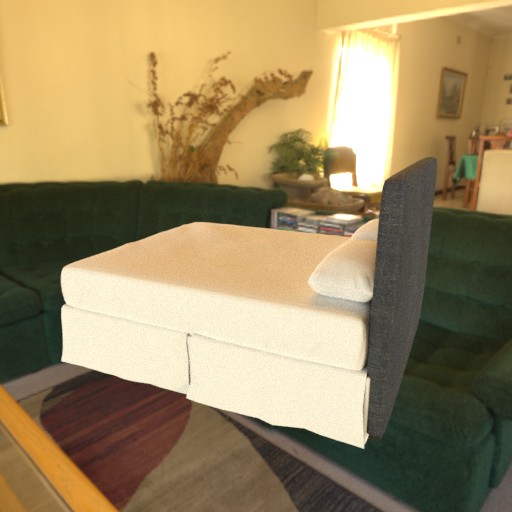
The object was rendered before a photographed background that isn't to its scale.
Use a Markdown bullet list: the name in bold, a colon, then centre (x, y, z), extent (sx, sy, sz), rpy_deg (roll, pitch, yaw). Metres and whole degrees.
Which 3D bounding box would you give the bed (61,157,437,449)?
- **bed**: centre (0.000, 0.000, 3.096), extent (2.142, 1.330, 1.723), rpy_deg (8, 18, 25)
